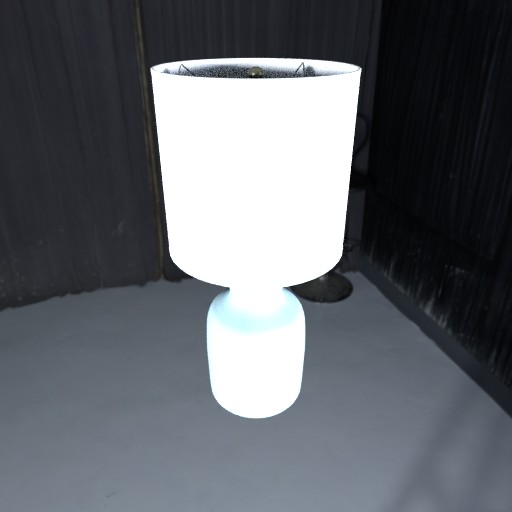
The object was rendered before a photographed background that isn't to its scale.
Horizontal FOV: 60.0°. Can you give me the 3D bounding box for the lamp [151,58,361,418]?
[{"bbox_3d":[0.000,0.000,1.104,0.418,0.871,0.418,-9,30,-16],"label":"lamp"}]
